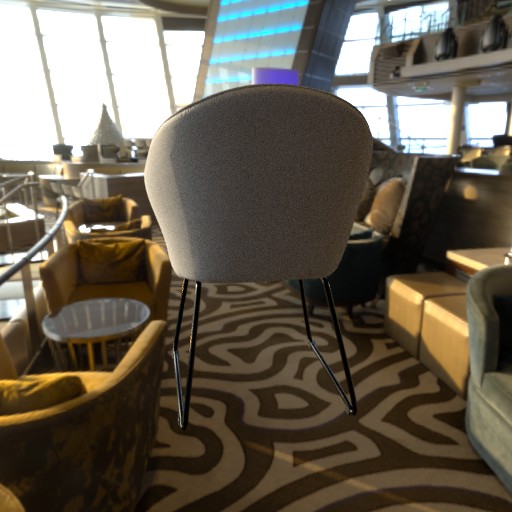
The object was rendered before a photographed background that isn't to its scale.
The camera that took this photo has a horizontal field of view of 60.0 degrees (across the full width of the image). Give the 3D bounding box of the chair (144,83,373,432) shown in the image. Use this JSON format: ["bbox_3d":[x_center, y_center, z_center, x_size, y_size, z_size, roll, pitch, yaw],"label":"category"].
[{"bbox_3d":[0.000,0.000,1.208,0.570,0.817,0.592,-2,15,-9],"label":"chair"}]
